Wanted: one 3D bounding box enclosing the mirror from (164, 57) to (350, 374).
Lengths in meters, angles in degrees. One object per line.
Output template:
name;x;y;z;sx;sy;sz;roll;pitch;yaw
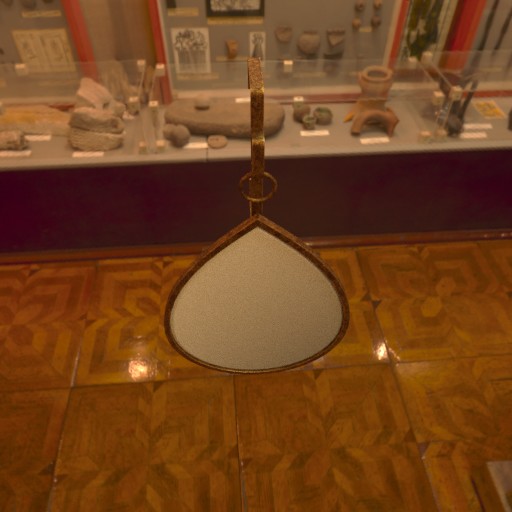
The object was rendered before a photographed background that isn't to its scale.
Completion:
mirror;0.000;0.000;0.899;0.405;0.744;0.144;-2;47;-2
